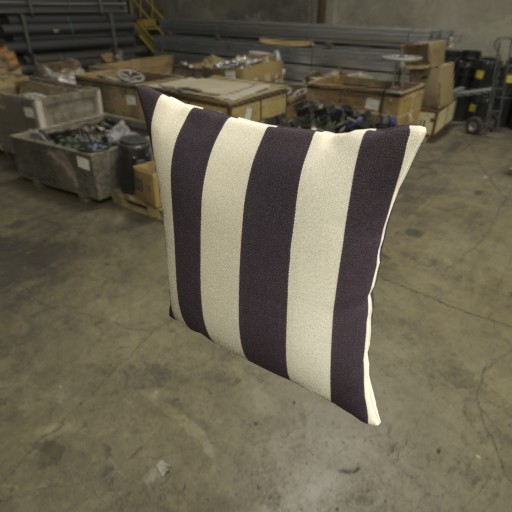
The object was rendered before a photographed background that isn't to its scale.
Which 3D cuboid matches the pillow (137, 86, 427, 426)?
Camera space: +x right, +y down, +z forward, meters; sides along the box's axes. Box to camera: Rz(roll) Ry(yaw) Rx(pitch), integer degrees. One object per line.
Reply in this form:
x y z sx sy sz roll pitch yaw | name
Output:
0.000 0.000 0.791 0.536 0.526 0.189 19 35 30 | pillow
